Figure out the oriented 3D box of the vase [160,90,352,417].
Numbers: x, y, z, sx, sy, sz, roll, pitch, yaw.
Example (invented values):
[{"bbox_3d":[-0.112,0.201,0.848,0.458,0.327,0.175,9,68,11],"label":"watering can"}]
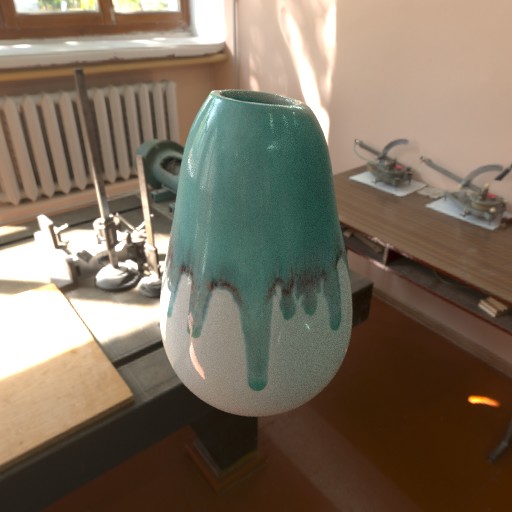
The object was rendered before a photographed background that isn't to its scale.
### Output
[{"bbox_3d":[0.000,0.000,0.253,0.116,0.179,0.116,0,30,0],"label":"vase"}]
